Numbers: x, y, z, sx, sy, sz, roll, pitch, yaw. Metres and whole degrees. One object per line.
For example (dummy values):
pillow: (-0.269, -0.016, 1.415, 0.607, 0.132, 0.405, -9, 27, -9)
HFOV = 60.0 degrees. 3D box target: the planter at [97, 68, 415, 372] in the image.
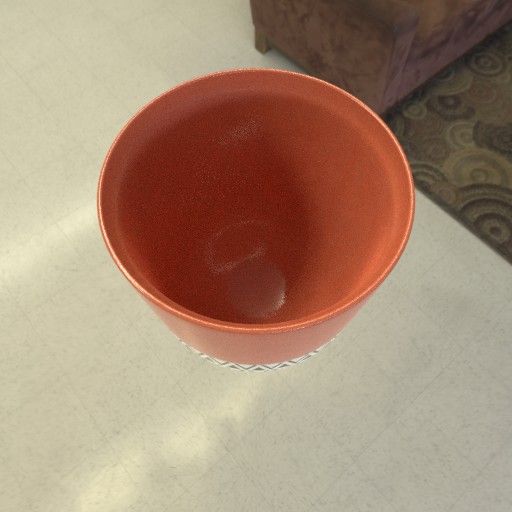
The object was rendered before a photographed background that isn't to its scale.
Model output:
planter: (0.000, 0.000, 0.369, 0.195, 0.214, 0.195, 0, 64, 0)
